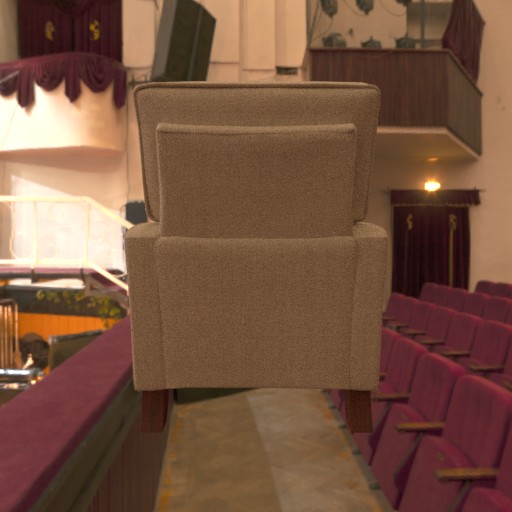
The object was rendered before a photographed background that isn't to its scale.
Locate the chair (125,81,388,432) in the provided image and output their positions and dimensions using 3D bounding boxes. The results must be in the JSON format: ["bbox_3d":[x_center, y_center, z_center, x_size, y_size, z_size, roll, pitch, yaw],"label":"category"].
[{"bbox_3d":[0.000,0.000,1.390,0.648,0.888,0.754,0,1,0],"label":"chair"}]
